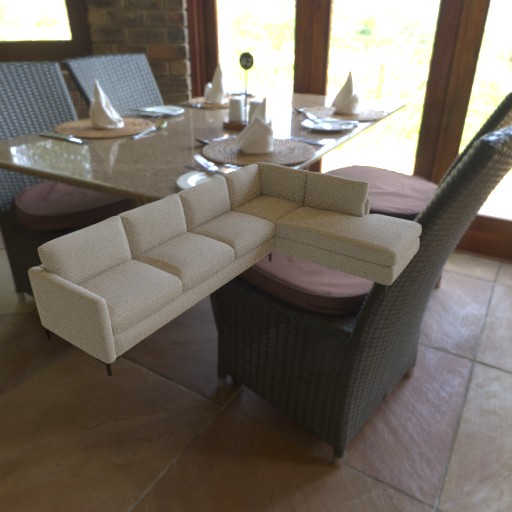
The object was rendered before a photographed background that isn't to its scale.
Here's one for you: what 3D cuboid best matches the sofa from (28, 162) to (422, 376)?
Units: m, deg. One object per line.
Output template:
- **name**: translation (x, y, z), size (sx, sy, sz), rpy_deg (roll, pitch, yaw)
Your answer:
- **sofa**: translation (0.000, 0.000, 3.815), size (2.007, 0.815, 2.949), rpy_deg (18, 32, 31)
